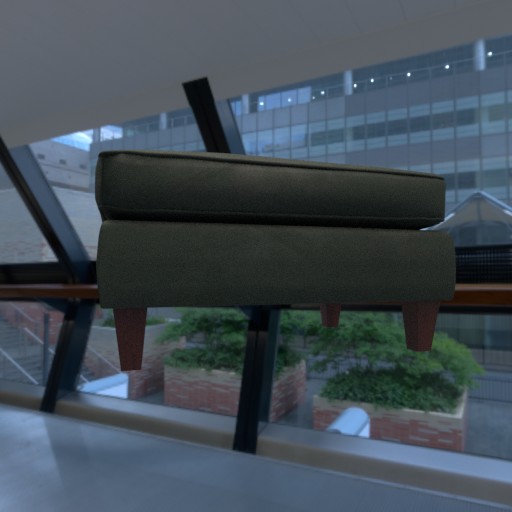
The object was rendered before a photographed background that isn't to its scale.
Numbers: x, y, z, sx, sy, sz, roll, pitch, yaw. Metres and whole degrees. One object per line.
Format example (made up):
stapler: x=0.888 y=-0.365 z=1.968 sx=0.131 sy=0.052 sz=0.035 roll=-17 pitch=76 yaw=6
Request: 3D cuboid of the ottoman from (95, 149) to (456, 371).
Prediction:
ottoman: x=0.000 y=0.000 z=1.283 sx=0.864 sy=0.495 sz=0.632 roll=1 pitch=-2 yaw=-18
